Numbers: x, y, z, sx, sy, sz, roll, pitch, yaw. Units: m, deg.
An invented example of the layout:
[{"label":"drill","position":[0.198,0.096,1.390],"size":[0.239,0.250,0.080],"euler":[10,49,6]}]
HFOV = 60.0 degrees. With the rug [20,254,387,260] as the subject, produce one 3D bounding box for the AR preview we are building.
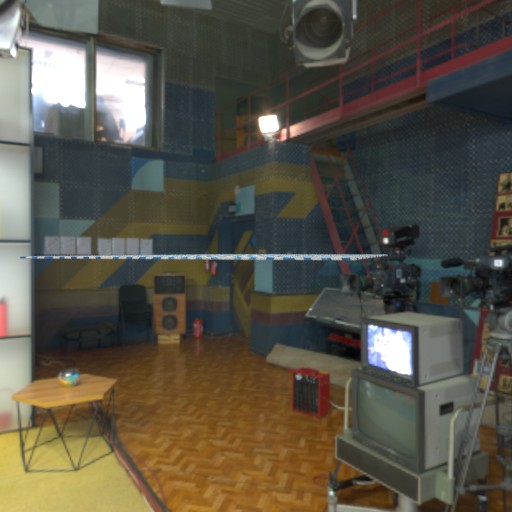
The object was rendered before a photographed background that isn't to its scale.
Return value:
[{"label":"rug","position":[0.000,0.000,2.304],"size":[1.225,0.008,1.830],"euler":[0,1,19]}]
